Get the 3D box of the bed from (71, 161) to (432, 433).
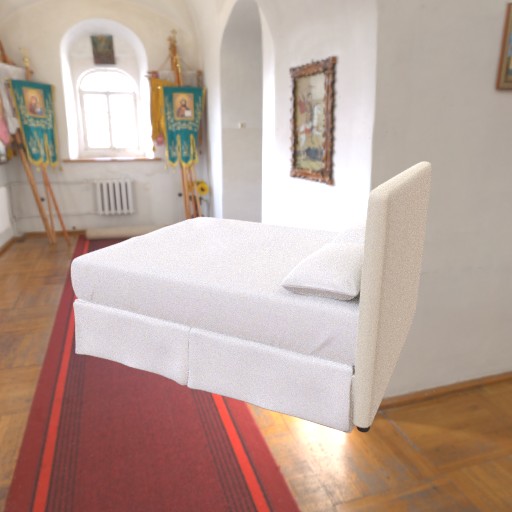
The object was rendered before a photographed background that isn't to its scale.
[{"bbox_3d":[0.000,0.000,3.256,2.147,1.330,1.714,8,19,26],"label":"bed"}]
